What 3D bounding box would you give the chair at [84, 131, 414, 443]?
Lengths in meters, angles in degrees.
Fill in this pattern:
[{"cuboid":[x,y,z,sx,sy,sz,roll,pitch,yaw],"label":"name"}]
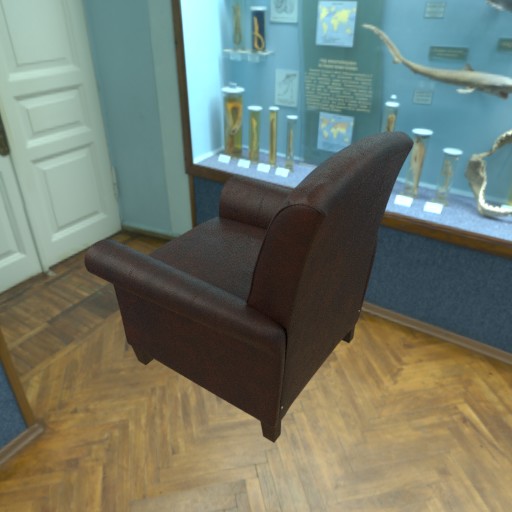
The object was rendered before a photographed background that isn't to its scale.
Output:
[{"cuboid":[0.000,0.000,1.799,0.902,1.061,0.978,20,37,29],"label":"chair"}]
